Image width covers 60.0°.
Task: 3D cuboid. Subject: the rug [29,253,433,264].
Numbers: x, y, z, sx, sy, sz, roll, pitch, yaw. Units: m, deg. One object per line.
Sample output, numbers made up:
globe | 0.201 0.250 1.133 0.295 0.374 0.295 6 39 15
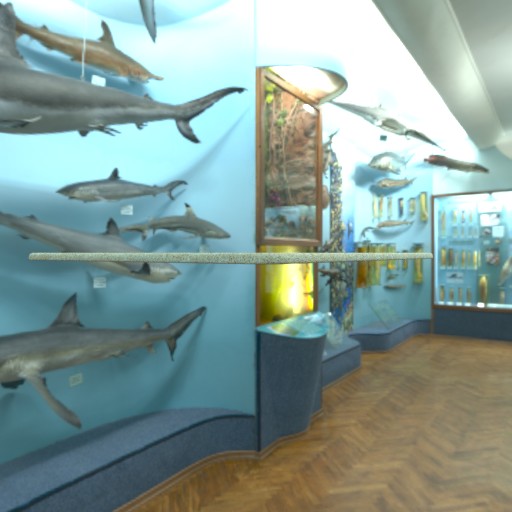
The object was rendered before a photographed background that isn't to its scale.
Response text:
rug | 0.000 0.000 3.393 2.009 0.048 2.528 0 0 36
